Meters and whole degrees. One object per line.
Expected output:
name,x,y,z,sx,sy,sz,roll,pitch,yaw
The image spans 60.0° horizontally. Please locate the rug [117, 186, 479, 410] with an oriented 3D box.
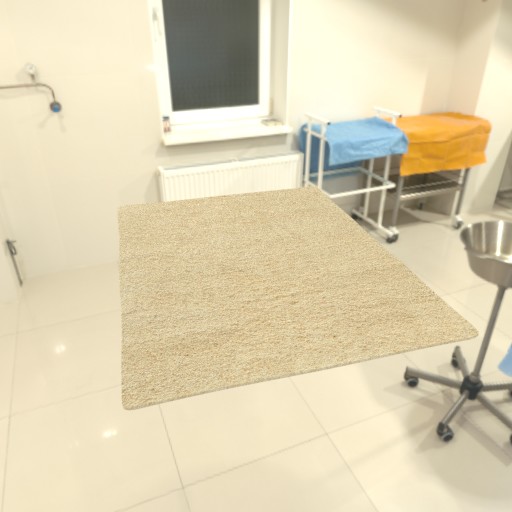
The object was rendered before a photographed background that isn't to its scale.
rug,0.000,0.000,4.023,2.401,0.025,3.001,-8,30,-14
